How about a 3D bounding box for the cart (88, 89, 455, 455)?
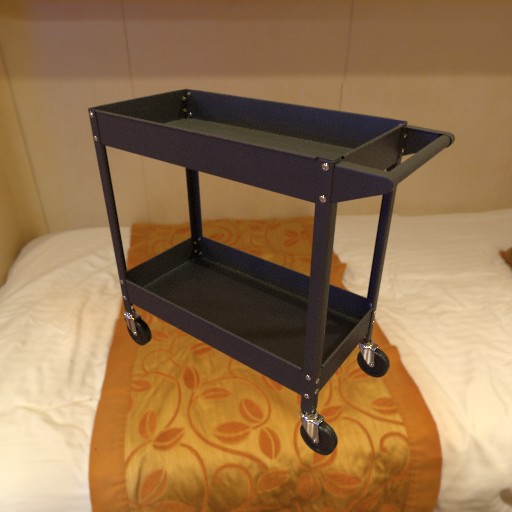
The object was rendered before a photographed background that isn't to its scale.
[{"bbox_3d":[0.000,0.000,1.168,0.779,0.719,0.366,21,36,31],"label":"cart"}]
